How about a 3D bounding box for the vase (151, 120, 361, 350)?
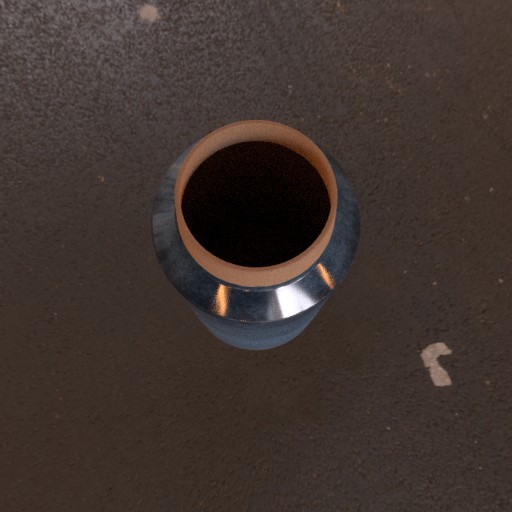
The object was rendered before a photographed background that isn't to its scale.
[{"bbox_3d":[0.000,0.000,0.413,0.163,0.316,0.163,0,76,0],"label":"vase"}]
